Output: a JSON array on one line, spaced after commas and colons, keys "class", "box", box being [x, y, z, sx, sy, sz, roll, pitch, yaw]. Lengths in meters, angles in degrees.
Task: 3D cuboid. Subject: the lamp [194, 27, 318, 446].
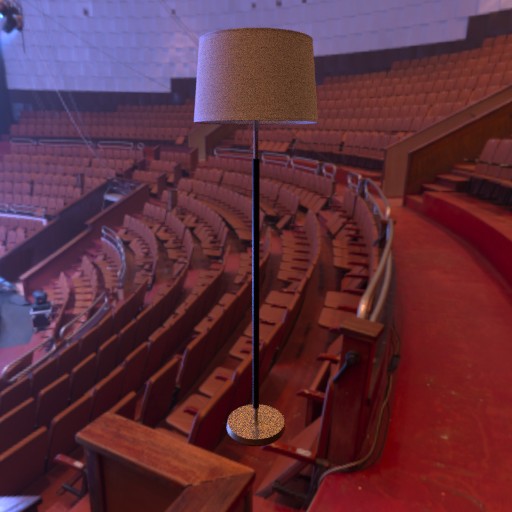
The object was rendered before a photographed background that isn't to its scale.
[{"class": "lamp", "box": [0.000, 0.000, 1.628, 0.420, 1.447, 0.420, 0, 15, 0]}]
